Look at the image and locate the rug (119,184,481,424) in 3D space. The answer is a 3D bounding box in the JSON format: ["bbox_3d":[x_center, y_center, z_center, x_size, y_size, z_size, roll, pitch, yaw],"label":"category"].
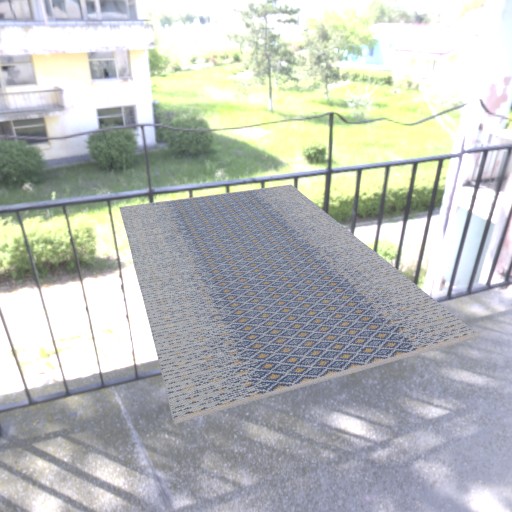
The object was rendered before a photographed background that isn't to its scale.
[{"bbox_3d":[0.000,0.000,2.311,1.219,0.005,1.828,-10,31,-18],"label":"rug"}]
